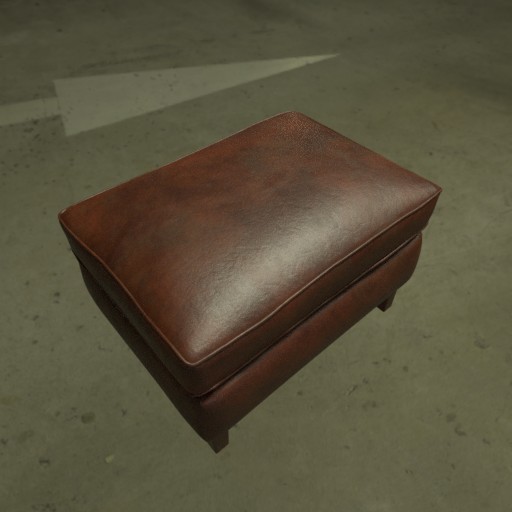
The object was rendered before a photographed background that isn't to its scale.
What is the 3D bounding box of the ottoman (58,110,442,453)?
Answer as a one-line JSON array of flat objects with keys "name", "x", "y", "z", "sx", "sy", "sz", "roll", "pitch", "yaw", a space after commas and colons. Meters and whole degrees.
[{"name": "ottoman", "x": 0.000, "y": 0.000, "z": 1.009, "sx": 0.665, "sy": 0.432, "sz": 0.501, "roll": -32, "pitch": 53, "yaw": -27}]
